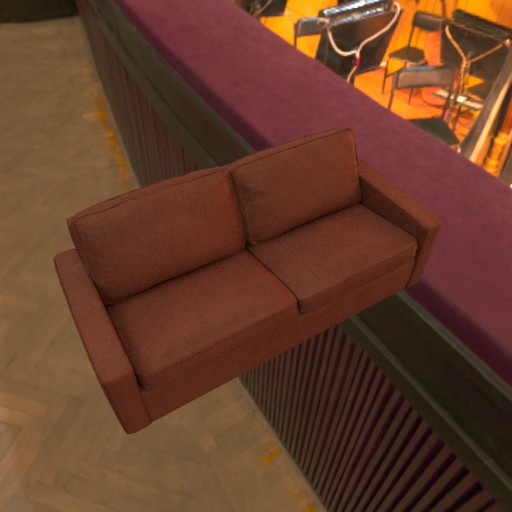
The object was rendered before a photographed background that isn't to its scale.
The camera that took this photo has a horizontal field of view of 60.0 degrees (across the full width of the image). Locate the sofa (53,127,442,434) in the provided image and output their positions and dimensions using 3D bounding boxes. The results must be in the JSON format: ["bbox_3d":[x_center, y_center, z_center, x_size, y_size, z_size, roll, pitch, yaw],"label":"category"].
[{"bbox_3d":[0.000,0.000,2.599,2.080,0.919,0.940,-23,50,-21],"label":"sofa"}]
